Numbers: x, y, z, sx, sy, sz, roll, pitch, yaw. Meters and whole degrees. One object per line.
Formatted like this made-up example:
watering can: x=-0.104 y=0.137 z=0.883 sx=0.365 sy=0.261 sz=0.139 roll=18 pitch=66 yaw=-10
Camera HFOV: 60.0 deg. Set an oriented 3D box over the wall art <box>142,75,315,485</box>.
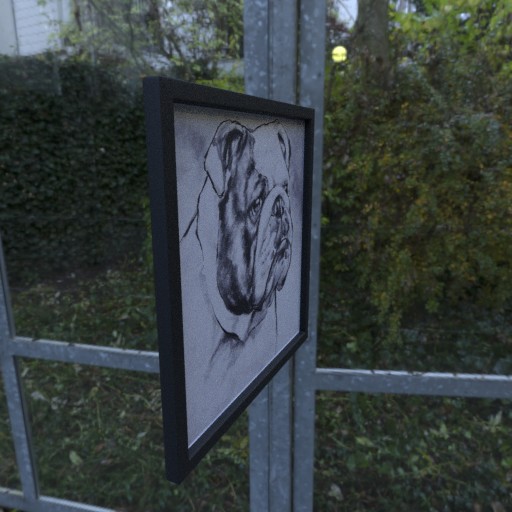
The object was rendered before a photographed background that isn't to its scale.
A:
wall art: x=0.000 y=0.000 z=0.671 sx=0.022 sy=0.453 sz=0.456 roll=7 pitch=16 yaw=25
